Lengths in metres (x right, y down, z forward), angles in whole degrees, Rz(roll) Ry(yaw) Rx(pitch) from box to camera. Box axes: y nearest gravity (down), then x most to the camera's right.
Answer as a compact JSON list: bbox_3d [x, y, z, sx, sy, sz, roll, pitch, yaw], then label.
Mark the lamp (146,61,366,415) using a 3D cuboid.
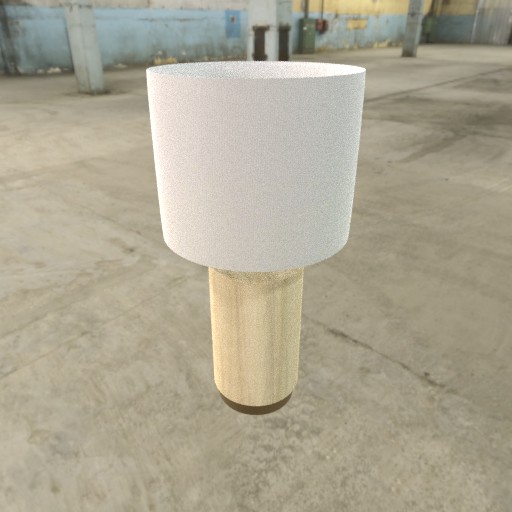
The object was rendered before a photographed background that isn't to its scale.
[{"bbox_3d":[0.000,0.000,0.567,0.228,0.444,0.228,-9,28,-17],"label":"lamp"}]
